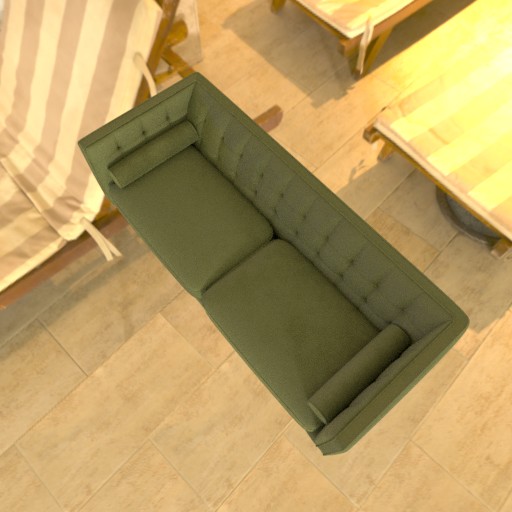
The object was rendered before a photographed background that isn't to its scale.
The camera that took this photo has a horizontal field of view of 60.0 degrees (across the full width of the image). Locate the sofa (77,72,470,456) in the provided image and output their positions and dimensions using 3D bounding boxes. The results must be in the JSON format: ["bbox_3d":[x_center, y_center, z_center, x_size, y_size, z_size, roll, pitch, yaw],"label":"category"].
[{"bbox_3d":[0.000,0.000,2.548,0.867,0.789,2.087,-38,70,-16],"label":"sofa"}]
